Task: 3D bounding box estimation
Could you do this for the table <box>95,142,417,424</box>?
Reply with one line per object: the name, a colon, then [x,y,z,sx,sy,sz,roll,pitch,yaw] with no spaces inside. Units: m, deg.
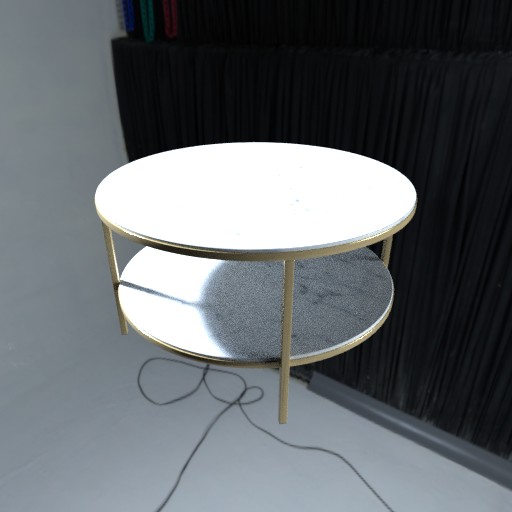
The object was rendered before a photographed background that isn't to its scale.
table: [0.000,0.000,1.258,0.800,0.450,0.800,0,28,0]
